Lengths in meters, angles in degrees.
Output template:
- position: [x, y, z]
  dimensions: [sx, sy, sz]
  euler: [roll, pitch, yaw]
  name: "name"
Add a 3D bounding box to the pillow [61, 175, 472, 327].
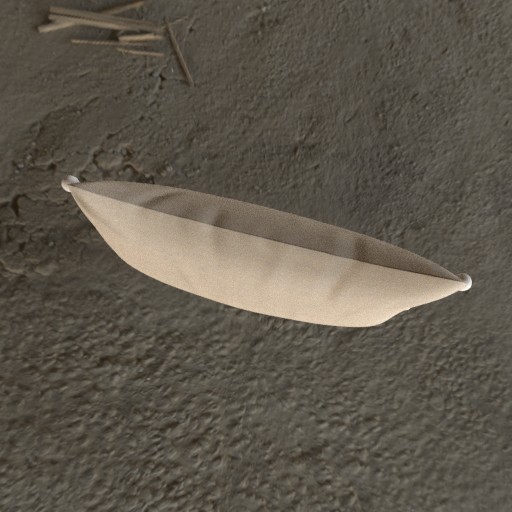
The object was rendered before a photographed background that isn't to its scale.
- position: [0.000, 0.000, 0.849]
  dimensions: [0.709, 0.322, 0.201]
  euler: [14, 77, 3]
  name: "pillow"
